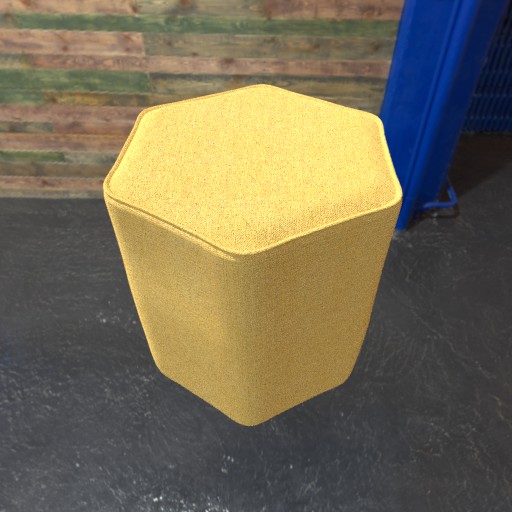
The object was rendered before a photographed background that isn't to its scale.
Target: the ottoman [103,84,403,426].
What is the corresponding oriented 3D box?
[{"bbox_3d":[0.000,0.000,0.878,0.443,0.502,0.494,2,45,2],"label":"ottoman"}]
